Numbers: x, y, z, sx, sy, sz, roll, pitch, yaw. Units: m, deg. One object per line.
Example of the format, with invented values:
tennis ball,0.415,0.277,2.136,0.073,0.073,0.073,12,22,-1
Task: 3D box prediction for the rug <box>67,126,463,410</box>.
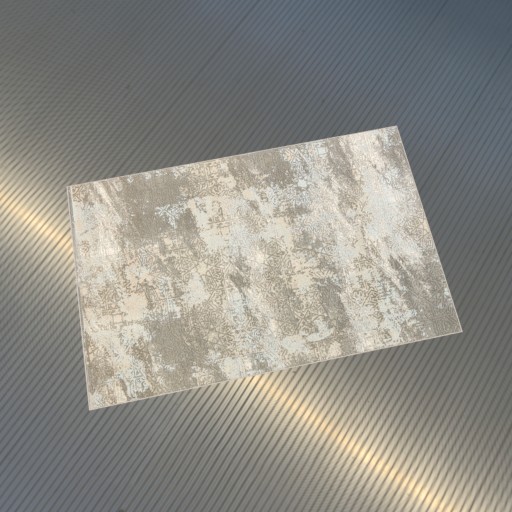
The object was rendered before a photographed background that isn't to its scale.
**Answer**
rug,0.000,0.000,3.013,2.431,0.012,1.536,-11,75,-3
